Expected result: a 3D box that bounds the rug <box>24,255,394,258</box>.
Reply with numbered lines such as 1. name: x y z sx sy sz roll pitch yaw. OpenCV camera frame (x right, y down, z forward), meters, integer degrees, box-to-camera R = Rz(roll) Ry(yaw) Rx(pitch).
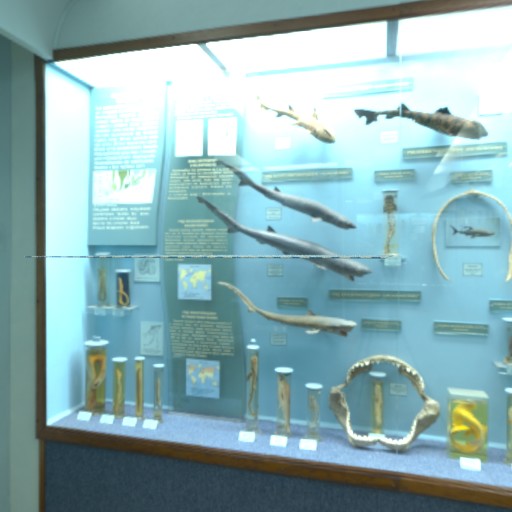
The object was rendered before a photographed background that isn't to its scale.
1. rug: 0.000 0.000 4.192 2.453 0.008 3.059 0 0 18
